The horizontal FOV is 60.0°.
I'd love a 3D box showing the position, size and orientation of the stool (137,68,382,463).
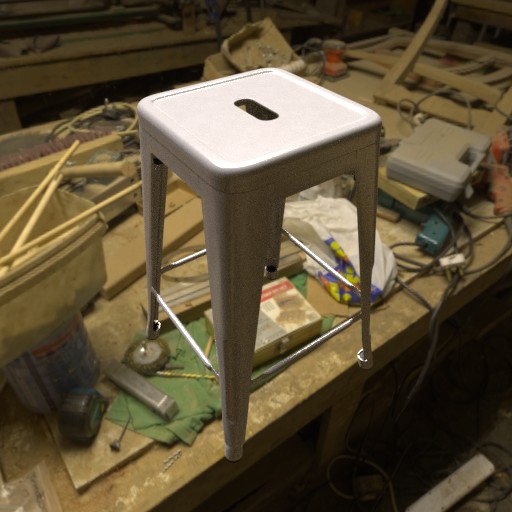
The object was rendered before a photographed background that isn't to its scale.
[{"bbox_3d":[0.000,0.000,0.884,0.406,0.610,0.406,-25,47,-26],"label":"stool"}]
